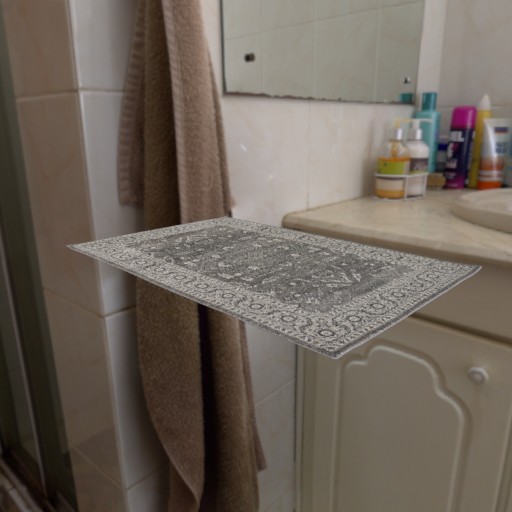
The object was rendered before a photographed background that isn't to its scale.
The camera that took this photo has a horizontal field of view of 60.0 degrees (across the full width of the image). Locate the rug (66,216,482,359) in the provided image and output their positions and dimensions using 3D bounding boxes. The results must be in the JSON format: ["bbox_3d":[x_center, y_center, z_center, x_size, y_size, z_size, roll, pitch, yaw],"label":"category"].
[{"bbox_3d":[0.000,0.000,2.300,1.828,0.019,1.209,15,22,42],"label":"rug"}]
